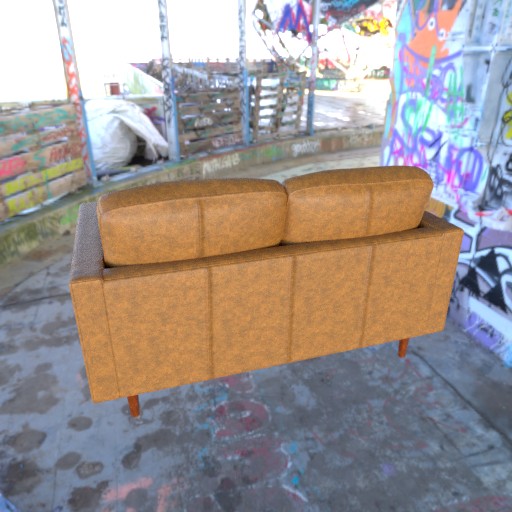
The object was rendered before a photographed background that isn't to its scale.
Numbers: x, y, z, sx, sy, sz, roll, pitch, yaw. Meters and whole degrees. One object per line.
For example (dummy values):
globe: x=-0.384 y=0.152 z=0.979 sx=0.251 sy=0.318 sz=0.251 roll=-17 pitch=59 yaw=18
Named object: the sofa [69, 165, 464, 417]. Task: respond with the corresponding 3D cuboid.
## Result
sofa: x=0.000 y=0.000 z=2.143 sx=1.578 sy=0.951 sz=0.909 roll=-8 pitch=26 yaw=-16
